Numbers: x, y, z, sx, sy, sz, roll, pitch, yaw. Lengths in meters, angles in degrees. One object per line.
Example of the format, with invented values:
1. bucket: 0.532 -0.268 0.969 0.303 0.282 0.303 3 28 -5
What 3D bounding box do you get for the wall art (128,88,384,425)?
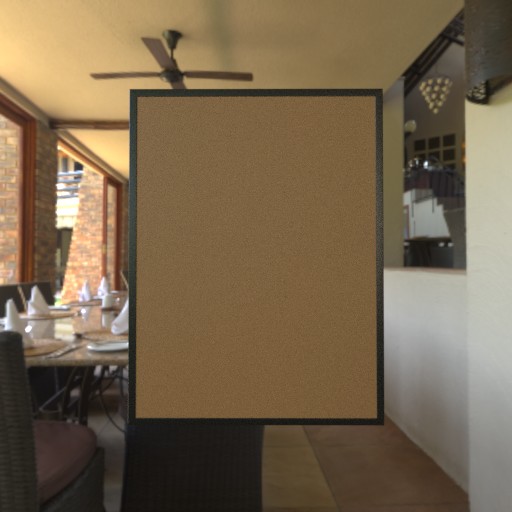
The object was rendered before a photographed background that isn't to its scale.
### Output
1. wall art: 0.000 0.000 1.416 0.804 1.061 0.039 0 -1 0
